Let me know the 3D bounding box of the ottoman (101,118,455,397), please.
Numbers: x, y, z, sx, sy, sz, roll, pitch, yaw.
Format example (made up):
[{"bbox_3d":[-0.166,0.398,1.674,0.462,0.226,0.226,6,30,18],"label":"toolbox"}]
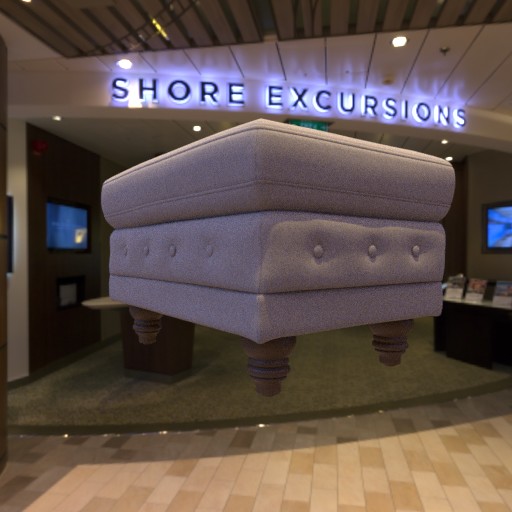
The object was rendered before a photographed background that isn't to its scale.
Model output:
[{"bbox_3d":[0.000,0.000,1.139,0.569,0.500,0.771,0,1,-36],"label":"ottoman"}]
